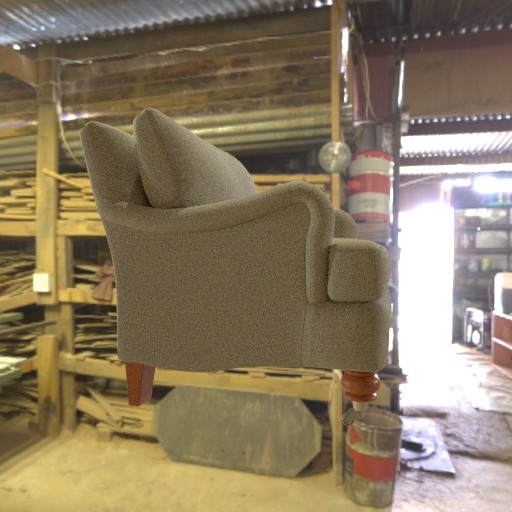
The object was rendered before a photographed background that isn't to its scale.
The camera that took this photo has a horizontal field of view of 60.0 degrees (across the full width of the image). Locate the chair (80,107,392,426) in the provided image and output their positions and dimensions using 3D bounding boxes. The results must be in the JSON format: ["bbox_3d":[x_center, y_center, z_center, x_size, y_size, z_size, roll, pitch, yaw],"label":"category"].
[{"bbox_3d":[0.000,0.000,1.834,1.070,1.038,0.955,0,0,17],"label":"chair"}]
